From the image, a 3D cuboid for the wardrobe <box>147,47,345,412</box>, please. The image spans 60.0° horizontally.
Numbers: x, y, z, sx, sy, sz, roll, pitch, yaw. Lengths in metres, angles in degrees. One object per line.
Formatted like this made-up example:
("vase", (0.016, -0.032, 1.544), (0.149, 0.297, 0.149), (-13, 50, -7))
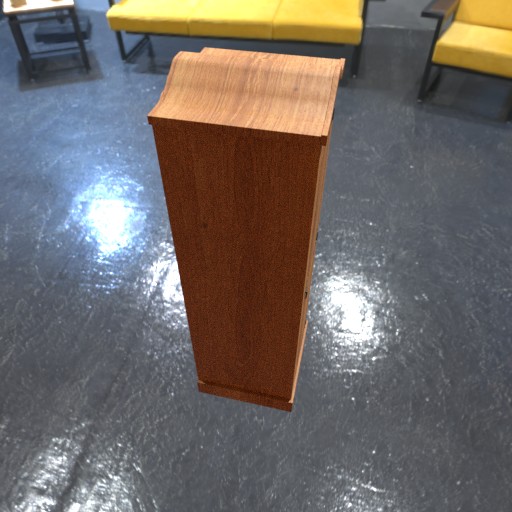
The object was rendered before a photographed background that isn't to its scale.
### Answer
("wardrobe", (0.000, 0.000, 2.159), (0.570, 1.870, 0.590), (9, 46, 9))
